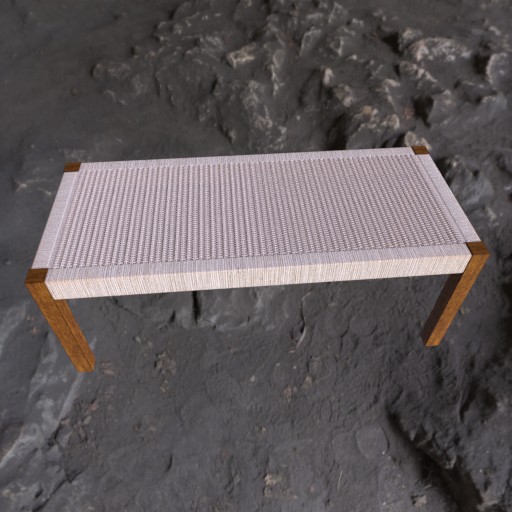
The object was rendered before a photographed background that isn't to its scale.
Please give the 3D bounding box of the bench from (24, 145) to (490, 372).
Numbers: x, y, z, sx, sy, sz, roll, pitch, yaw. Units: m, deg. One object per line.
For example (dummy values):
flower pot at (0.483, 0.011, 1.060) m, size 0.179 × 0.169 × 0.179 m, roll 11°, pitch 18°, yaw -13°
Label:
bench at (0.000, 0.000, 1.472) m, size 1.198 × 0.457 × 0.507 m, roll -4°, pitch 47°, yaw -3°
